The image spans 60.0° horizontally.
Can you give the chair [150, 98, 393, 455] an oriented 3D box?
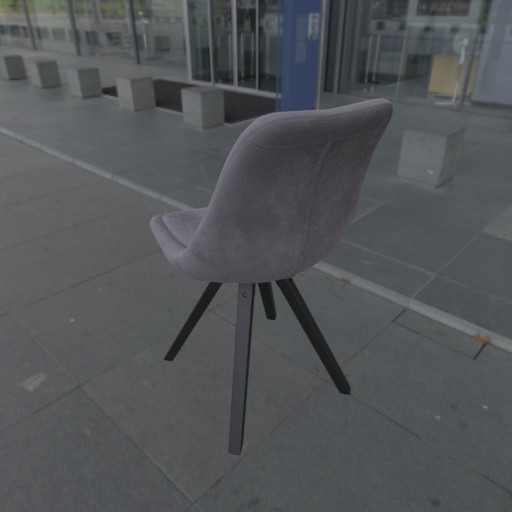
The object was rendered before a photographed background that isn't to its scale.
[{"bbox_3d":[0.000,0.000,1.172,0.485,0.850,0.550,-17,34,-28],"label":"chair"}]
